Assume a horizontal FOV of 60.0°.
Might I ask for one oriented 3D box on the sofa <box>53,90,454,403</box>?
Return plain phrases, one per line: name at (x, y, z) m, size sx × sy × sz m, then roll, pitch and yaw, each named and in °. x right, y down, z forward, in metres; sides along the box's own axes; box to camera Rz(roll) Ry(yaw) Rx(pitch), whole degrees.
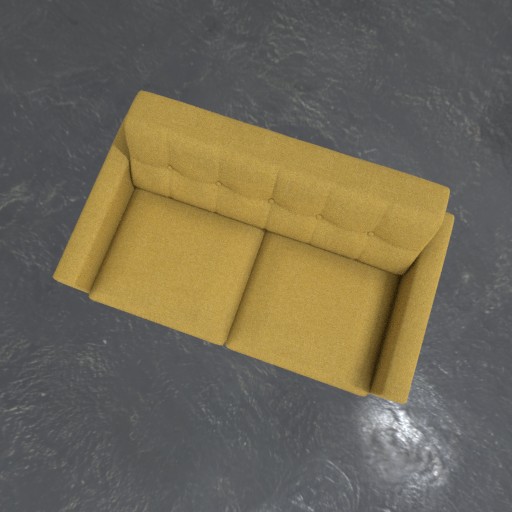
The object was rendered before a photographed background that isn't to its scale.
sofa at (0.000, 0.000, 2.135) m, size 1.631 × 0.841 × 0.909 m, roll 19°, pitch 78°, yaw 4°
